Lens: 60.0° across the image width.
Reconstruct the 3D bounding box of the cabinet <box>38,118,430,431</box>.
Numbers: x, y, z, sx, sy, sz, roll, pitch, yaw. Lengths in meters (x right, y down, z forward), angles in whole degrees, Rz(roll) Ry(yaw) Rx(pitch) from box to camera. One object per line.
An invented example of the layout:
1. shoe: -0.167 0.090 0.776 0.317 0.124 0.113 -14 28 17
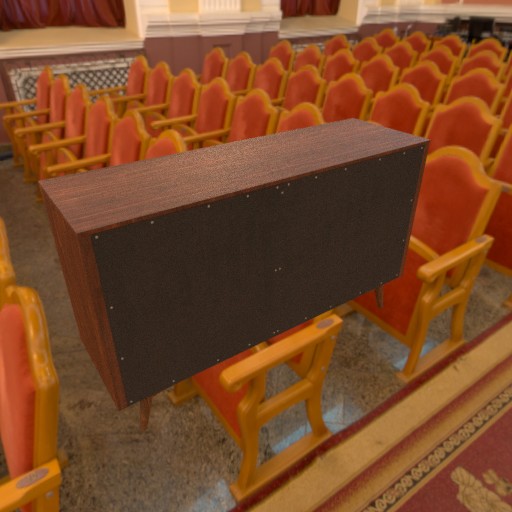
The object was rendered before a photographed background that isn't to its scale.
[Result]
1. cabinet: 0.000 0.000 2.048 1.575 0.940 0.505 -20 36 -29
